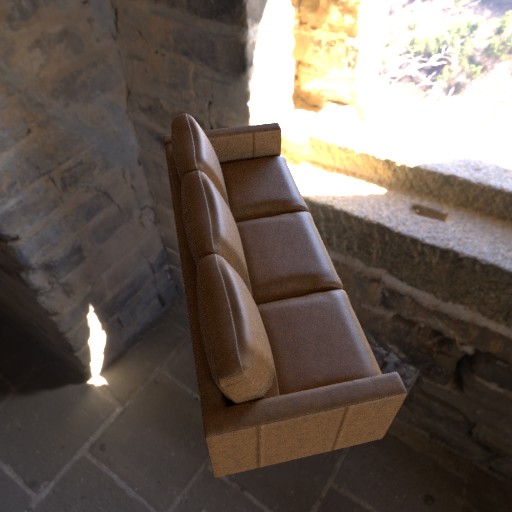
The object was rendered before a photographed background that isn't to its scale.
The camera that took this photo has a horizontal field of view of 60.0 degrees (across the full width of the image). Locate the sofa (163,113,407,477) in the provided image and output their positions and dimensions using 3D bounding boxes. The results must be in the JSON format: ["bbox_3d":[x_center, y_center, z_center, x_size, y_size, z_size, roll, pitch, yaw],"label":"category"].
[{"bbox_3d":[0.000,0.000,2.717,0.903,0.930,2.231,-9,48,-8],"label":"sofa"}]
